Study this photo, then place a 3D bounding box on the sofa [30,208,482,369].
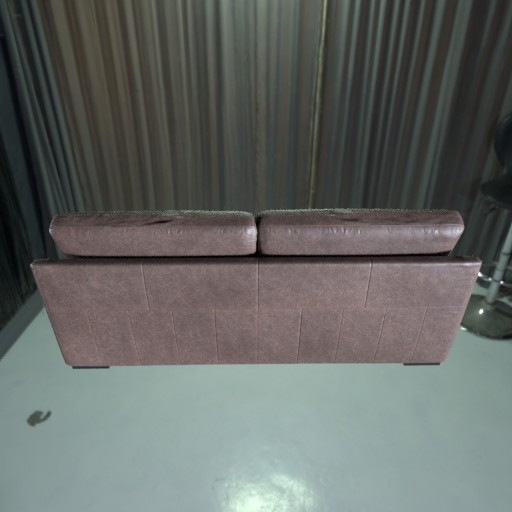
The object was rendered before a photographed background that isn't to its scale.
[{"bbox_3d":[0.000,0.000,2.752,2.261,0.941,1.143,0,30,-1],"label":"sofa"}]
